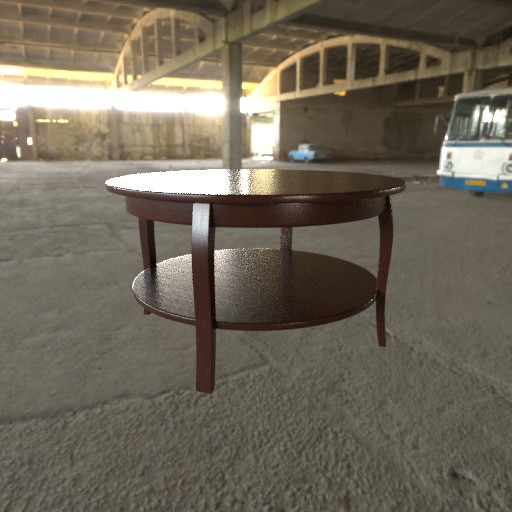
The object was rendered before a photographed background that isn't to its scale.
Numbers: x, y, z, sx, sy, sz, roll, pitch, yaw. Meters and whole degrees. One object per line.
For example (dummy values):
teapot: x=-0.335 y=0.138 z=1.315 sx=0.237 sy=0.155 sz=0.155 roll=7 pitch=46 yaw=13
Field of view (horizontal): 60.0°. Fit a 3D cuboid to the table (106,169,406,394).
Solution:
table: x=0.000 y=0.000 z=1.475 sx=0.911 sy=0.512 sz=0.911 roll=0 pitch=15 yaw=0
